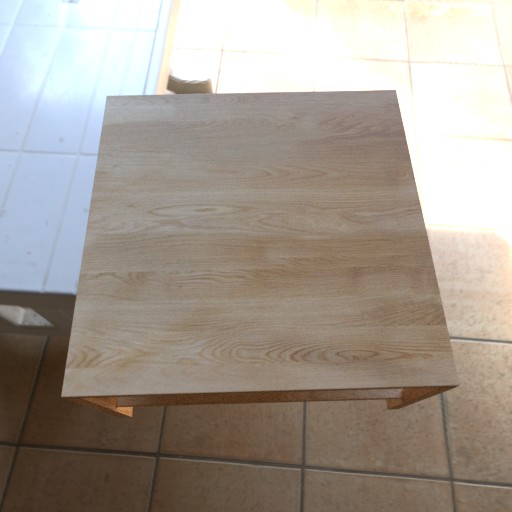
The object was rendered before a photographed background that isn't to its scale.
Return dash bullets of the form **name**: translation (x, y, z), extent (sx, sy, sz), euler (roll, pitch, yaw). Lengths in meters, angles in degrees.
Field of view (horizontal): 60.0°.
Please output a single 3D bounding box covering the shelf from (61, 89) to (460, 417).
- **shelf**: translation (0.000, 0.000, 1.405), extent (0.899, 0.480, 0.899), euler (-1, 65, -1)
